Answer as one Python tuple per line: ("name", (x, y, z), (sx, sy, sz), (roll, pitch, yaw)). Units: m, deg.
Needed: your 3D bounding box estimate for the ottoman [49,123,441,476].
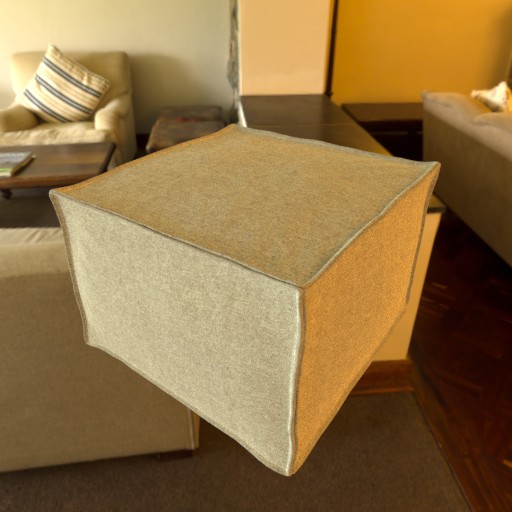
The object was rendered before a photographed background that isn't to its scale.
("ottoman", (0.000, 0.000, 1.148), (0.696, 0.470, 0.707), (20, 37, 30))
